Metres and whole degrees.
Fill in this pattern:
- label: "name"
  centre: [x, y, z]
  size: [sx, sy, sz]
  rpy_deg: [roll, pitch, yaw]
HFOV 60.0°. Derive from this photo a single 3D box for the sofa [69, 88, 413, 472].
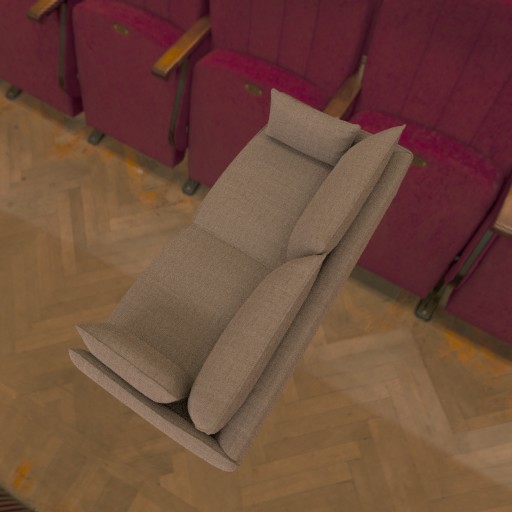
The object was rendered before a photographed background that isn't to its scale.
- label: "sofa"
  centre: [0.000, 0.000, 2.444]
  size: [0.972, 0.851, 1.989]
  rpy_deg: [29, 67, 14]
